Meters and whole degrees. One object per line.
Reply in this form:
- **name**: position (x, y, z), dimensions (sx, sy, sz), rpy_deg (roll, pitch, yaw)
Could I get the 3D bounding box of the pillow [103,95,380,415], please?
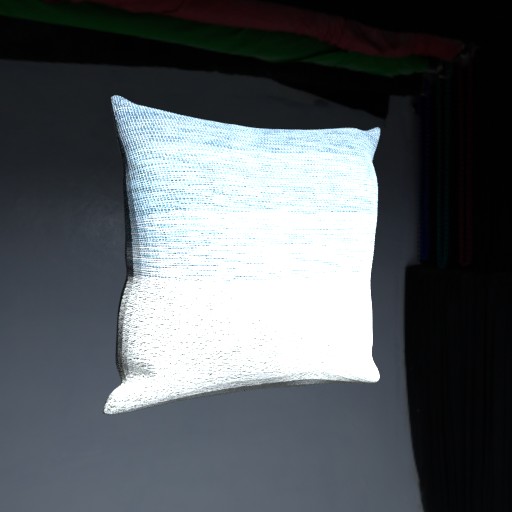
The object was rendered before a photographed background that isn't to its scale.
- **pillow**: position (0.000, 0.000, 0.671), dimensions (0.440, 0.441, 0.182), rpy_deg (0, 0, -18)
